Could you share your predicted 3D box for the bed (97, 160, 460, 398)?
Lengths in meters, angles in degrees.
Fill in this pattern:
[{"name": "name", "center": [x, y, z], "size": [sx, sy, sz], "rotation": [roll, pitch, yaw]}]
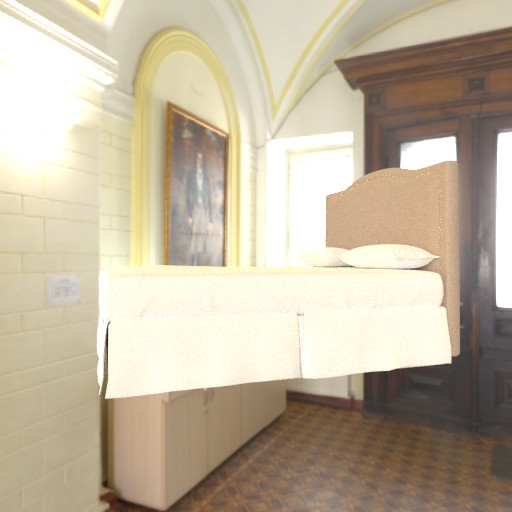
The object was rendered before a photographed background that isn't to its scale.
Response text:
[{"name": "bed", "center": [0.000, 0.000, 3.377], "size": [2.282, 1.436, 1.821], "rotation": [0, -1, -19]}]
